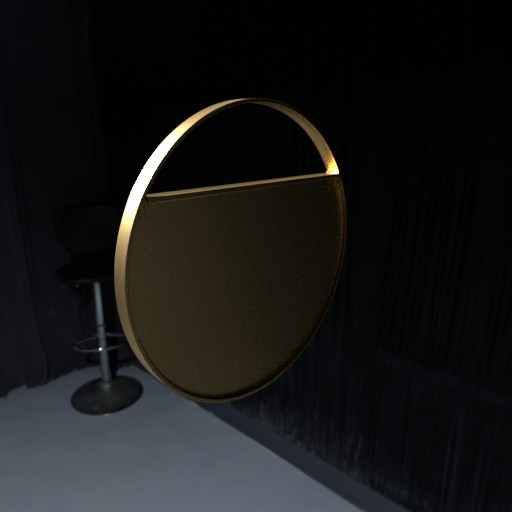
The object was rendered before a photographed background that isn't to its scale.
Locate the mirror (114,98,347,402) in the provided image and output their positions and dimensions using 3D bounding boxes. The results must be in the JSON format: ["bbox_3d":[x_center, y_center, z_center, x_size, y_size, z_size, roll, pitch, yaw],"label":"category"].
[{"bbox_3d":[0.000,0.000,0.844,0.032,0.565,0.565,16,23,43],"label":"mirror"}]
